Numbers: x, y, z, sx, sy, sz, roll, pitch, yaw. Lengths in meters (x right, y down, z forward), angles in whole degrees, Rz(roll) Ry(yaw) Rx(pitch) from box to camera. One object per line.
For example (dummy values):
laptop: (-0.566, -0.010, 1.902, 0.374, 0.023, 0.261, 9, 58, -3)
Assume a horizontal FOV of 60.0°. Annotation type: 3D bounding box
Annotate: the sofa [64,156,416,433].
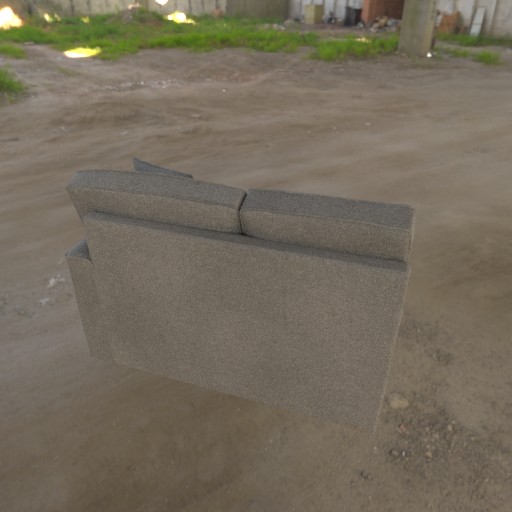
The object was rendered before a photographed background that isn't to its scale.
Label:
sofa: (0.000, 0.000, 2.124, 1.388, 0.989, 0.991, 10, 32, 16)
